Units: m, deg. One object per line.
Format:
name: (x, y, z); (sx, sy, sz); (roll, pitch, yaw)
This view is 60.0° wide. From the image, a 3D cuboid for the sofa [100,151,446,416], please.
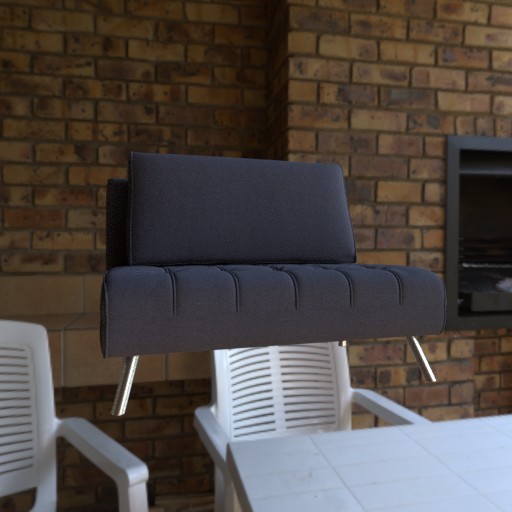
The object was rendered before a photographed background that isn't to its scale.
sofa: (0.000, 0.000, 1.872); (1.220, 0.910, 0.910); (0, 1, -17)
